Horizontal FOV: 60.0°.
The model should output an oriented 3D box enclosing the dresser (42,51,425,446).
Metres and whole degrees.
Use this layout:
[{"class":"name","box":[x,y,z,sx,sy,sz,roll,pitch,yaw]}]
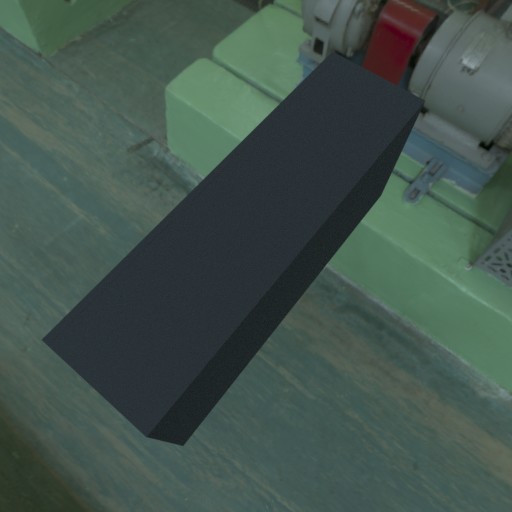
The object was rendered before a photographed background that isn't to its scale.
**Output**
[{"class":"dresser","box":[0.000,0.000,1.933,0.463,0.872,1.558,36,70,15]}]
